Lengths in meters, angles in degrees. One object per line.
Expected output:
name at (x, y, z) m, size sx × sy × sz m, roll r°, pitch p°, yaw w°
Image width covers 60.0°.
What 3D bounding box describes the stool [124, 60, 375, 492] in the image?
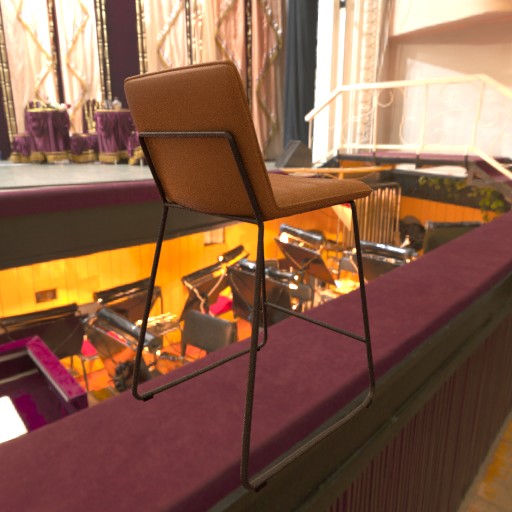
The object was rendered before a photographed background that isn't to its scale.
stool at (0.000, 0.000, 1.157) m, size 0.524 × 0.866 × 0.489 m, roll -14°, pitch 21°, yaw -42°
